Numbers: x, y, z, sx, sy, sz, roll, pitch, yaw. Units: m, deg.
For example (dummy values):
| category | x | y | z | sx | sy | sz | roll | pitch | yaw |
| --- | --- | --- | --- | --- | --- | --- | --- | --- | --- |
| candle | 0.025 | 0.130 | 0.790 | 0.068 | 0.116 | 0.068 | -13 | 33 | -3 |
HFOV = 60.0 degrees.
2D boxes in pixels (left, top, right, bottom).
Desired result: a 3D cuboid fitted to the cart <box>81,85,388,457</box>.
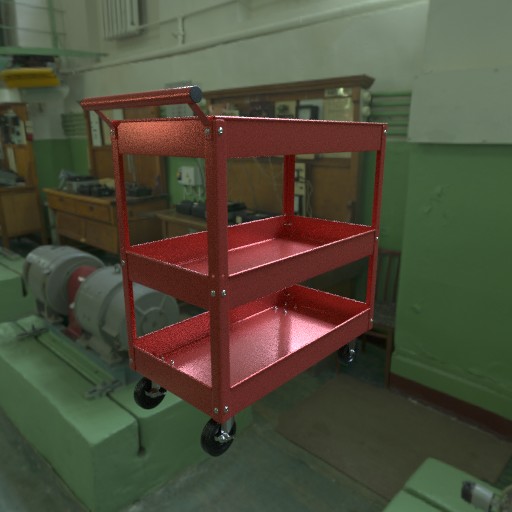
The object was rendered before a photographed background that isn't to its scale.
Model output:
| category | x | y | z | sx | sy | sz | roll | pitch | yaw |
| --- | --- | --- | --- | --- | --- | --- | --- | --- | --- |
| cart | 0.000 | 0.000 | 1.189 | 0.366 | 0.780 | 0.719 | 13 | 20 | 40 |
